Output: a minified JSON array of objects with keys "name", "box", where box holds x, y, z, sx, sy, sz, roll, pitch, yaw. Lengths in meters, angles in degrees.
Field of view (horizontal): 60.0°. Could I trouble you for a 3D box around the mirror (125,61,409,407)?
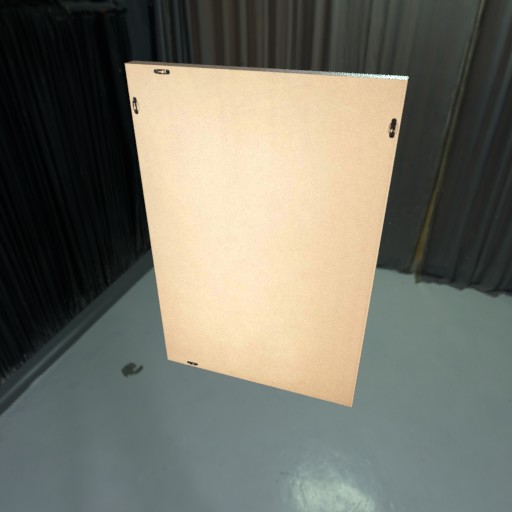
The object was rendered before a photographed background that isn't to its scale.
[{"name":"mirror","box":[0.000,0.000,1.164,0.609,0.915,0.041,10,33,16]}]
